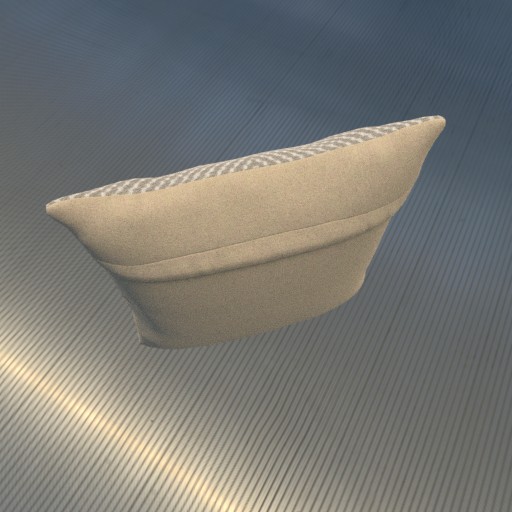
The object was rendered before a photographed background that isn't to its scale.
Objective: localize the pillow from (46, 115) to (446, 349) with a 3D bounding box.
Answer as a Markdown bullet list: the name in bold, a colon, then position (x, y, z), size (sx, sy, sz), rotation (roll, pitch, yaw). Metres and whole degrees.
- **pillow**: position (0.000, 0.000, 0.684), size (0.459, 0.458, 0.181), rotation (-14, 60, -8)
